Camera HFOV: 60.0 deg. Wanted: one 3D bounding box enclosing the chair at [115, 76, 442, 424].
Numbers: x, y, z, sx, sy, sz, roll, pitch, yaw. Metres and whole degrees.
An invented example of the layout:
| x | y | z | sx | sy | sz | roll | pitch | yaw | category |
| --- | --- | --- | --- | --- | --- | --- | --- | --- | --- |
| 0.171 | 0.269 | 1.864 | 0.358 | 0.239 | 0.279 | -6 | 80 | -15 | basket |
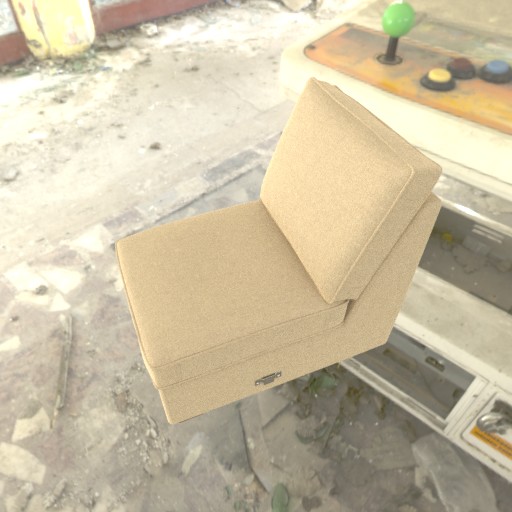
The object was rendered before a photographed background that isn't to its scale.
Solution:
| x | y | z | sx | sy | sz | roll | pitch | yaw | category |
| --- | --- | --- | --- | --- | --- | --- | --- | --- | --- |
| 0.000 | 0.000 | 1.588 | 0.938 | 0.970 | 0.621 | -17 | 48 | -15 | chair |
